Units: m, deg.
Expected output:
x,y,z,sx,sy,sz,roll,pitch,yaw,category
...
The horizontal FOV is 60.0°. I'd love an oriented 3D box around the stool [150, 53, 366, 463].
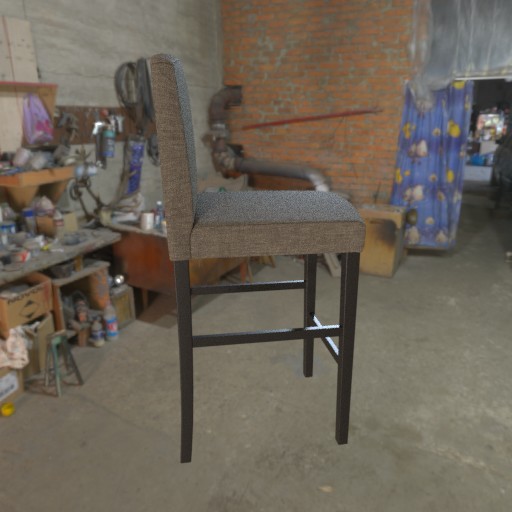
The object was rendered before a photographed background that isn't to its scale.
x,y,z,sx,sy,sz,roll,pitch,yaw,category
0.000,0.000,1.383,0.552,1.138,0.451,-3,17,-9,stool
